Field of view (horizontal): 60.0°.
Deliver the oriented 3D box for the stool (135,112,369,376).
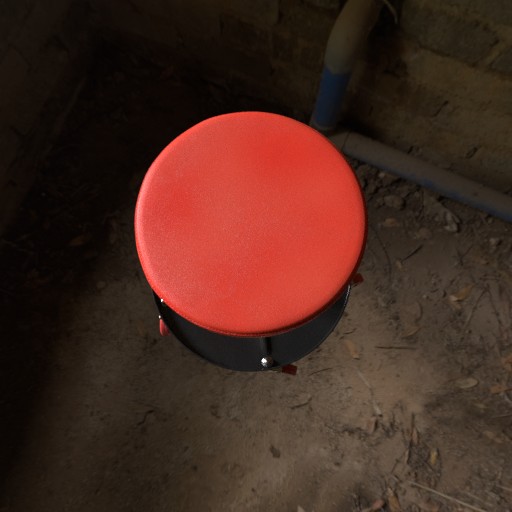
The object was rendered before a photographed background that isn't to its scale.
[{"bbox_3d":[0.000,0.000,0.679,0.382,0.365,0.381,-14,76,-4],"label":"stool"}]
